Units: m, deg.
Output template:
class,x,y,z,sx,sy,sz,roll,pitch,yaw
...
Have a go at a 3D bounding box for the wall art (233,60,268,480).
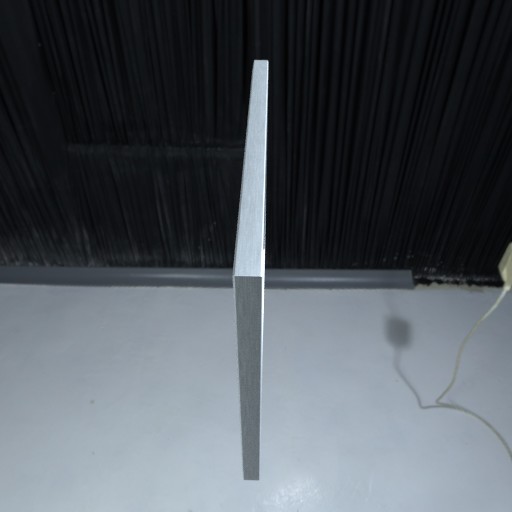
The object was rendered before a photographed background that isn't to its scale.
class,x,y,z,sx,sy,sz,roll,pitch,yaw
wall art,0.000,0.000,0.754,0.028,0.457,0.556,1,42,1
